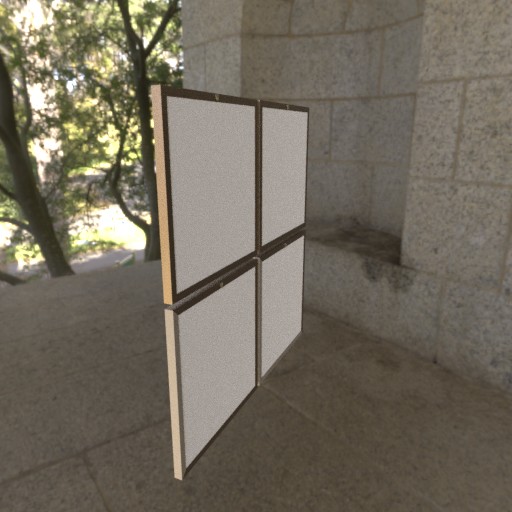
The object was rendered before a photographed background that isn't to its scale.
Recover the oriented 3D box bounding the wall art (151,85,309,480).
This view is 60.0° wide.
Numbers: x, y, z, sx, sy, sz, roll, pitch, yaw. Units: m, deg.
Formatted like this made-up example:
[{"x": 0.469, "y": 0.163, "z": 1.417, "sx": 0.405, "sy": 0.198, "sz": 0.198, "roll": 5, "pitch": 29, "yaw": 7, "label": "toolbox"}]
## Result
[{"x": 0.000, "y": 0.000, "z": 1.549, "sx": 0.030, "sy": 1.032, "sz": 1.032, "roll": 7, "pitch": 17, "yaw": 24, "label": "wall art"}]
